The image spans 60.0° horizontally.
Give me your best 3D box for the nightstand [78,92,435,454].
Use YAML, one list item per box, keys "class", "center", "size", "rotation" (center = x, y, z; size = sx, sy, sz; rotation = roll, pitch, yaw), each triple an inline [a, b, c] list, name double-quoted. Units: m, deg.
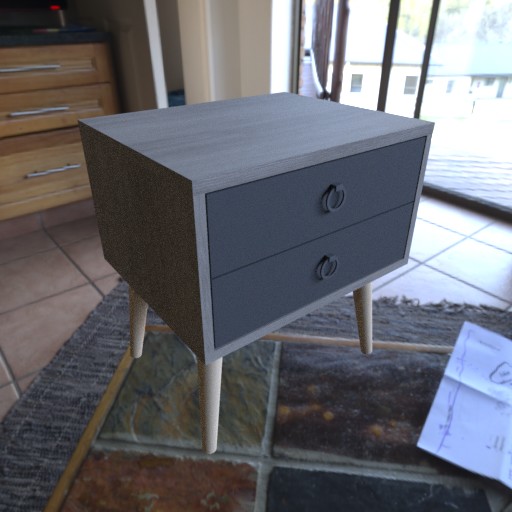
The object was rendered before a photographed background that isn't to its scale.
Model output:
- class: "nightstand"
  center: [0.000, 0.000, 0.841]
  size: [0.450, 0.500, 0.380]
  rotation: [-21, 35, -32]
